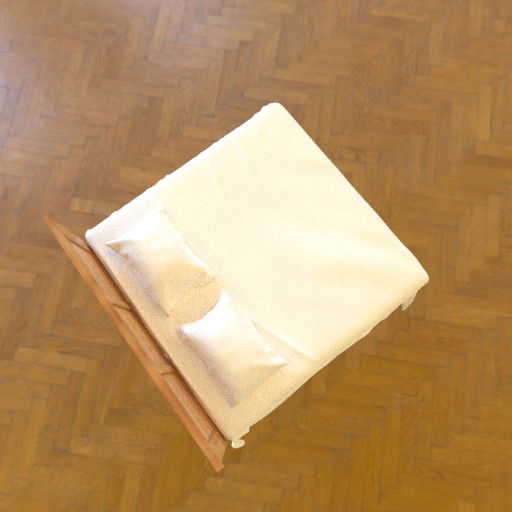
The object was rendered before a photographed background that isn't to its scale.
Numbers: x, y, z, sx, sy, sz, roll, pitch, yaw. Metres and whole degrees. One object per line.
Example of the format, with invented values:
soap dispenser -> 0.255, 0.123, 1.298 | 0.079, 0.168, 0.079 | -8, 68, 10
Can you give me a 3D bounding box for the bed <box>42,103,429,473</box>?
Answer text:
bed -> 0.000, 0.000, 3.586 | 2.215, 1.270, 2.317 | -37, 80, -8
